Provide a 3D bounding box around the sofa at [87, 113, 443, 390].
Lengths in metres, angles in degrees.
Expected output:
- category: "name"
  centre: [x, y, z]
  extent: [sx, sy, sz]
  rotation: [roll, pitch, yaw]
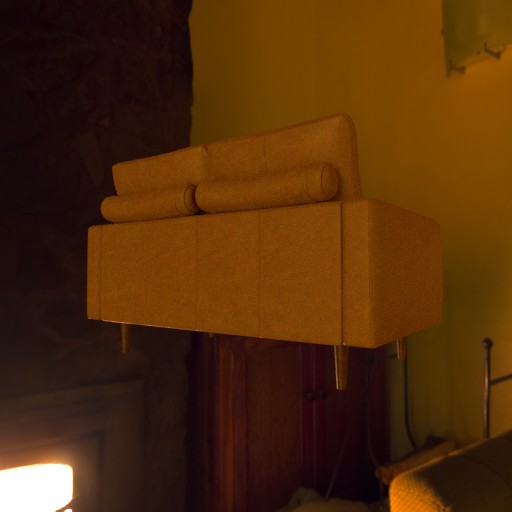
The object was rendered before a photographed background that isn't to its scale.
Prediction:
- category: "sofa"
  centre: [0.000, 0.000, 2.001]
  extent: [1.430, 0.898, 0.868]
  rotation: [-1, -2, 36]
